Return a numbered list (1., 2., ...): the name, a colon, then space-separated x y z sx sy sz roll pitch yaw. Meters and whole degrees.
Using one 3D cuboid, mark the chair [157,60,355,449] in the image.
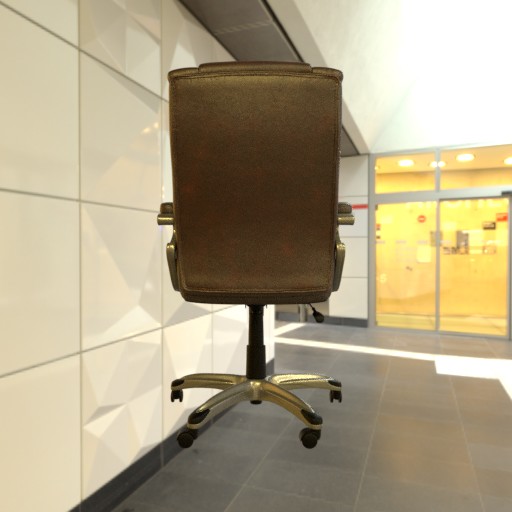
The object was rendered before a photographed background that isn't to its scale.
1. chair: 0.000 0.000 1.581 0.656 1.128 0.692 0 1 0
